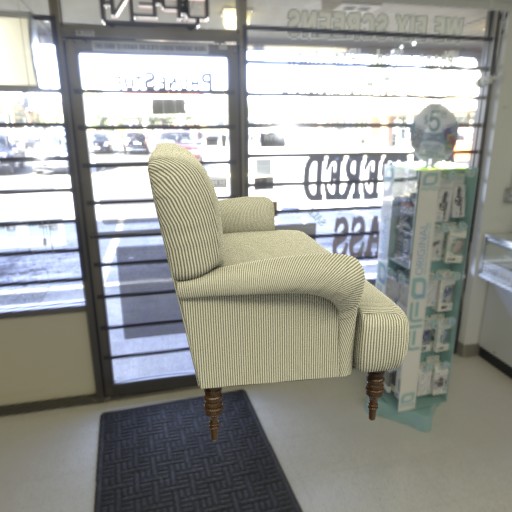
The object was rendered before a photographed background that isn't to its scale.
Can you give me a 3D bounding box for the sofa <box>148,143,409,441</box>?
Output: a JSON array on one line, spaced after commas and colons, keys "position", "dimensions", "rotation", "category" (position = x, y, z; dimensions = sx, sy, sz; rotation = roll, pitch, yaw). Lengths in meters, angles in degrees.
[{"position": [0.000, 0.000, 1.847], "dimensions": [0.779, 0.889, 1.297], "rotation": [-3, 16, -10], "category": "sofa"}]
